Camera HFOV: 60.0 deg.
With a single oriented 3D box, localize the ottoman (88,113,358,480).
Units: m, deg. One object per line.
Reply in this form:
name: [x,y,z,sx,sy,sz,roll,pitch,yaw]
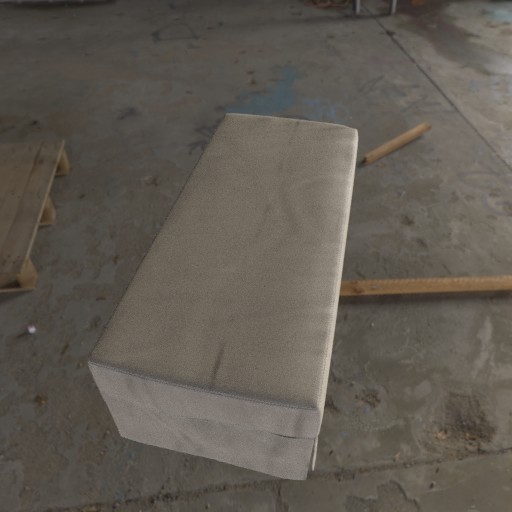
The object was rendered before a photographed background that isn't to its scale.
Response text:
ottoman: [0.000,0.000,1.696,0.665,0.457,1.388,9,47,9]
